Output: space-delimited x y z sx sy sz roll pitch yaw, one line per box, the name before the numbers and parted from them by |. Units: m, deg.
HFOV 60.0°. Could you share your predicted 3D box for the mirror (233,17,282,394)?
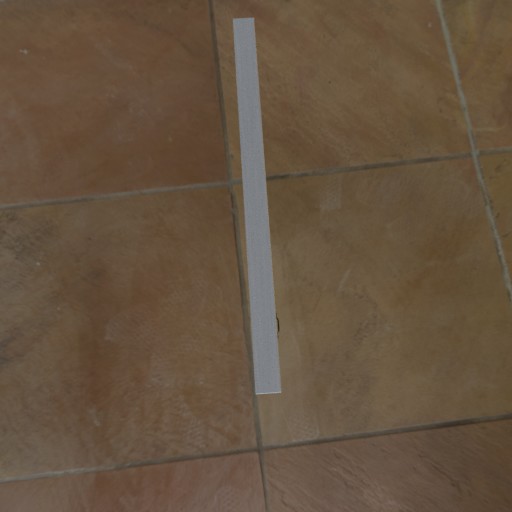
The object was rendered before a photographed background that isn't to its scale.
mirror | 0.000 0.000 1.123 0.040 0.915 0.609 -4 76 -1
